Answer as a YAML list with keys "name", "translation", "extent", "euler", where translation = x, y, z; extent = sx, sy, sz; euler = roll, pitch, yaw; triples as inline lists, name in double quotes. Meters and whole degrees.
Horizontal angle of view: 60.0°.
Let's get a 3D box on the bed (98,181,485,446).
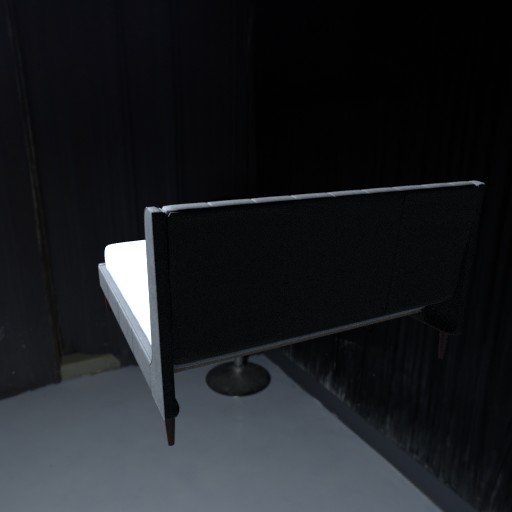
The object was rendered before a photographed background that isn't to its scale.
- name: "bed"
  translation: [0.000, 0.000, 2.510]
  extent: [1.531, 0.933, 1.638]
  euler: [-8, 18, -26]
